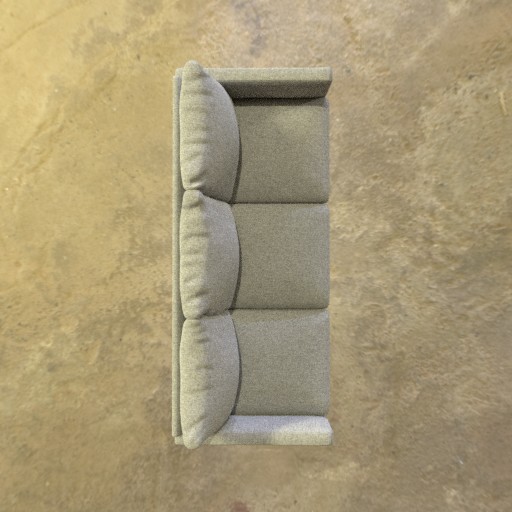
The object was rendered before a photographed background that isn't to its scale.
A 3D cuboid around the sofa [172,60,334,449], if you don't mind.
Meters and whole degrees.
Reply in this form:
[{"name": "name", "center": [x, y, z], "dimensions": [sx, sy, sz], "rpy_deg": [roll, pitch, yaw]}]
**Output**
[{"name": "sofa", "center": [0.000, 0.000, 2.491], "dimensions": [0.850, 0.830, 2.000], "rpy_deg": [0, 89, 0]}]
